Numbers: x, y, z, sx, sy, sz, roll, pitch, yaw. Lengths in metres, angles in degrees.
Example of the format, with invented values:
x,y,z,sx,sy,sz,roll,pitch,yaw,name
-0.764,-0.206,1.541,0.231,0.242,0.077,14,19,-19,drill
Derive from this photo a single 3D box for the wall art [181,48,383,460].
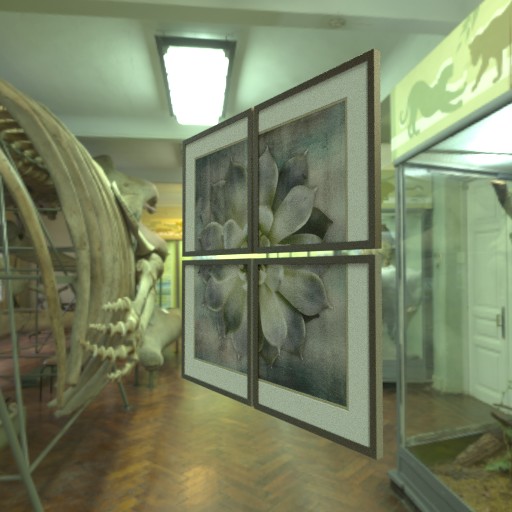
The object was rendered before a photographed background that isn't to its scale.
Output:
x,y,z,sx,sy,sz,roll,pitch,yaw,name
0.000,0.000,1.529,0.030,1.032,1.032,1,-2,-37,wall art
